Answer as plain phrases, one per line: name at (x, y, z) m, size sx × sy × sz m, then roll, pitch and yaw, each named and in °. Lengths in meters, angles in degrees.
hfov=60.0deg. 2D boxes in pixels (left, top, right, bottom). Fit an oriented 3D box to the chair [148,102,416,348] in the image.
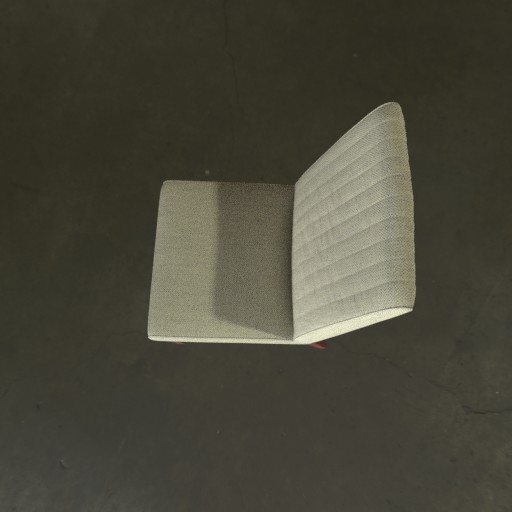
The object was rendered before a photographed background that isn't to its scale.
chair at (0.000, 0.000, 1.253) m, size 0.594 × 0.900 × 0.480 m, roll 2°, pitch 74°, yaw 0°
